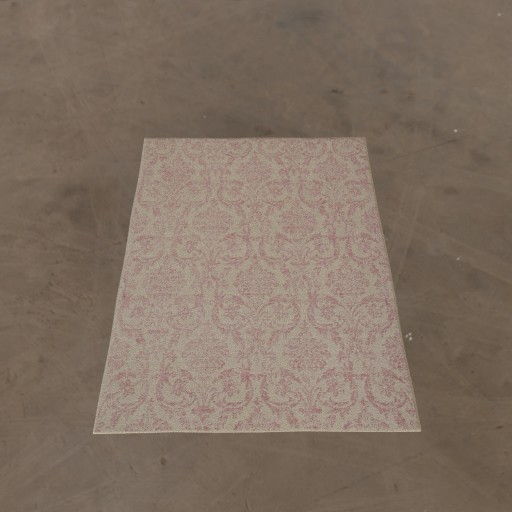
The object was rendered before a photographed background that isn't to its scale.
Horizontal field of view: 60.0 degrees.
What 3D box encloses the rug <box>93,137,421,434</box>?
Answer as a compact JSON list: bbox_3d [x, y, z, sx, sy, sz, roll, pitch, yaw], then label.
[{"bbox_3d":[0.000,0.000,3.968,2.363,0.012,2.980,0,58,0],"label":"rug"}]
